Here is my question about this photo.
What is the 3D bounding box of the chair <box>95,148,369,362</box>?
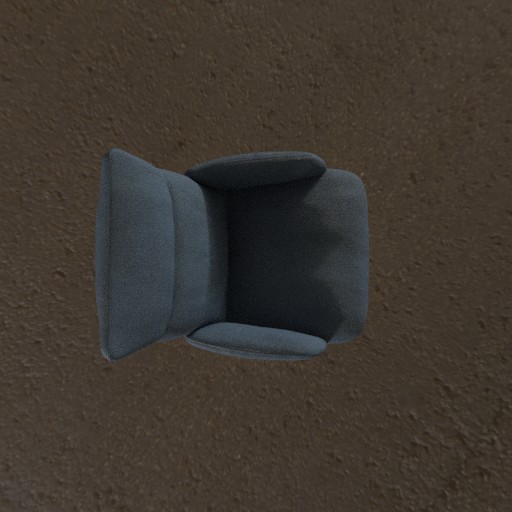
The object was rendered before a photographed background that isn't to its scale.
[{"bbox_3d":[0.000,0.000,1.614,0.889,1.016,0.711,0,90,-1],"label":"chair"}]
